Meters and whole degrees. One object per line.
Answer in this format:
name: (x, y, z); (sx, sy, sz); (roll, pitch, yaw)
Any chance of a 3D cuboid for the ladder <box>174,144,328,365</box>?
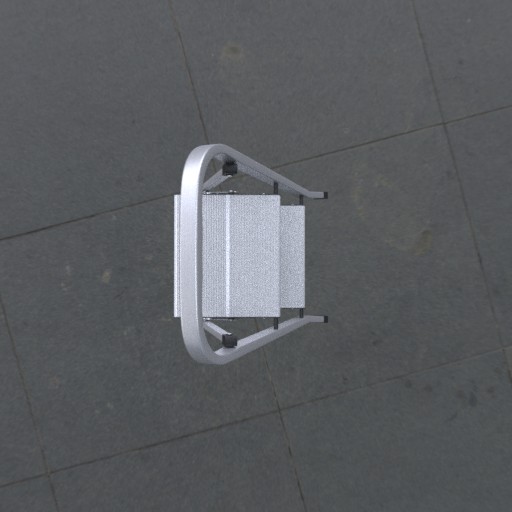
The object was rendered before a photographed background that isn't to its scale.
ladder: (0.000, 0.000, 1.152); (0.530, 0.830, 0.465); (0, 89, -1)
